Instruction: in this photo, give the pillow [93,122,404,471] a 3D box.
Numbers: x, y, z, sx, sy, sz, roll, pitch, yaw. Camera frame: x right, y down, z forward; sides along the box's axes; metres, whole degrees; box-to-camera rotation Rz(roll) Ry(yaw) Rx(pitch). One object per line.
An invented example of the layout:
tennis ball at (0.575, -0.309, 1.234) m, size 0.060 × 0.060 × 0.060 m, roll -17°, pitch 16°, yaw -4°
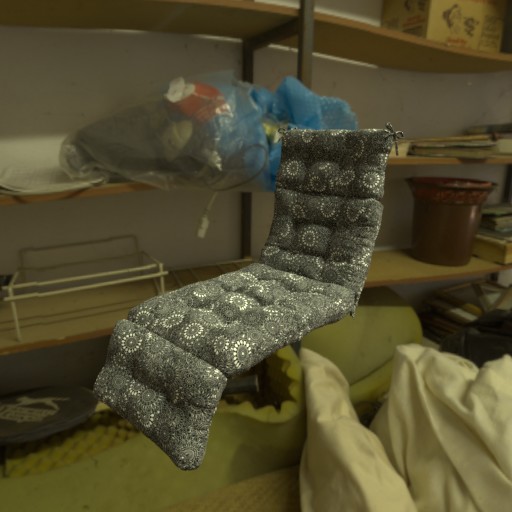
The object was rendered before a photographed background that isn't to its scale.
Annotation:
pillow at (0.000, 0.000, 1.485) m, size 0.526 × 0.863 × 1.016 m, roll 14°, pitch 21°, yaw 42°
